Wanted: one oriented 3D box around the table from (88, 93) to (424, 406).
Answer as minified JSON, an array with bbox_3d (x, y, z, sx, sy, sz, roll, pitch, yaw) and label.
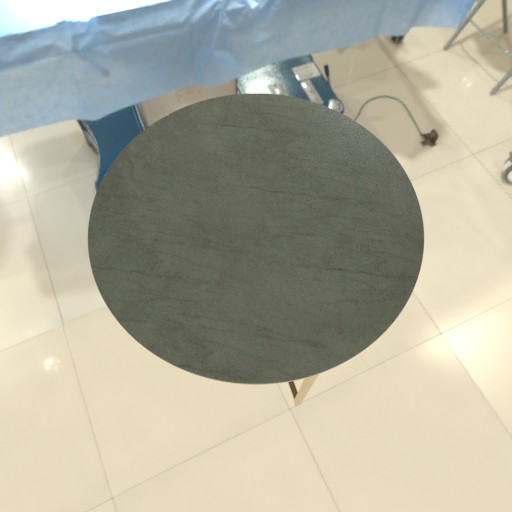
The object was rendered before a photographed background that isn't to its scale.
[{"bbox_3d":[0.000,0.000,1.270,0.800,0.450,0.800,0,63,0],"label":"table"}]
